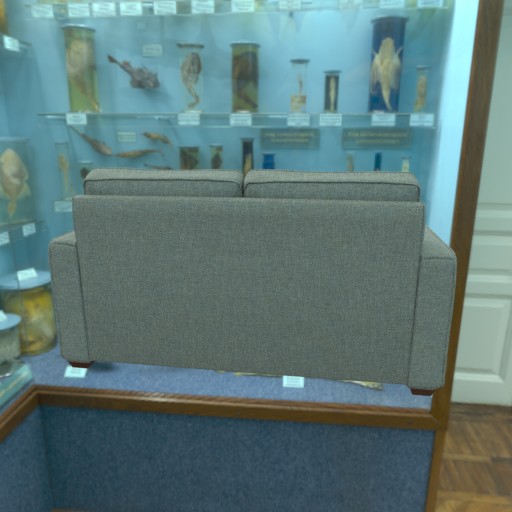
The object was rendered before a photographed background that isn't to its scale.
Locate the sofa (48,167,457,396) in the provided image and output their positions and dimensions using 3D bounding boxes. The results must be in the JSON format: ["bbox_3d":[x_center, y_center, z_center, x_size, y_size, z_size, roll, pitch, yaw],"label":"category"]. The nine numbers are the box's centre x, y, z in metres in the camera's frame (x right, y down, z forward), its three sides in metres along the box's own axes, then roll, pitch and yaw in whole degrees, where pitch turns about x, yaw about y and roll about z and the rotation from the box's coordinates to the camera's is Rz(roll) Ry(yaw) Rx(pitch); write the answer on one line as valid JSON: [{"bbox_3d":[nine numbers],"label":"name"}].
[{"bbox_3d":[0.000,0.000,2.247,1.706,0.915,0.945,2,16,8],"label":"sofa"}]
